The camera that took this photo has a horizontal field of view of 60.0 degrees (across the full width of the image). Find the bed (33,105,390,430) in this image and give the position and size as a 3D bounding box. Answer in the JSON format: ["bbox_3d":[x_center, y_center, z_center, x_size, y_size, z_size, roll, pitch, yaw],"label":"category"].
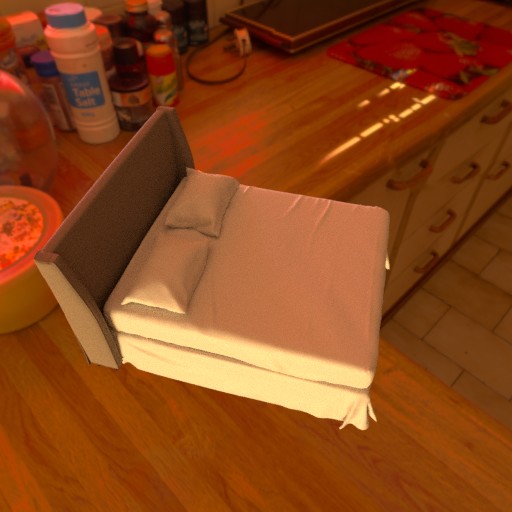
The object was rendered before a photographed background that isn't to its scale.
[{"bbox_3d":[0.000,0.000,3.530,2.276,1.332,1.925,11,48,10],"label":"bed"}]
